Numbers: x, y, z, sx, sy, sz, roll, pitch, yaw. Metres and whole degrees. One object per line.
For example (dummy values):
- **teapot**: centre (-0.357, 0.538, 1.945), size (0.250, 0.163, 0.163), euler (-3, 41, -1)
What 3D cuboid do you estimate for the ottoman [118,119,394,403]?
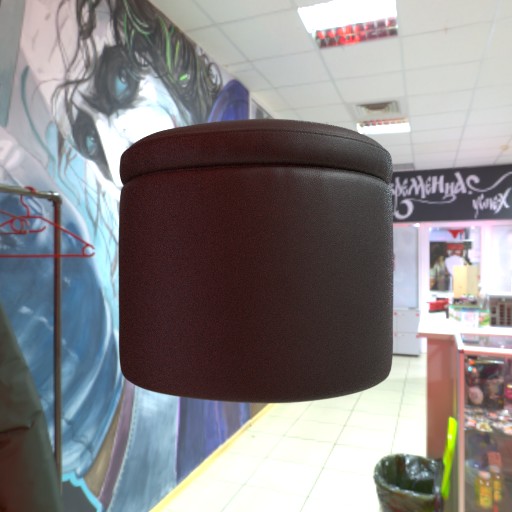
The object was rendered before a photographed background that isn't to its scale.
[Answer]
- **ottoman**: centre (0.000, 0.000, 0.843), size (0.500, 0.409, 0.500), euler (0, -1, 0)
